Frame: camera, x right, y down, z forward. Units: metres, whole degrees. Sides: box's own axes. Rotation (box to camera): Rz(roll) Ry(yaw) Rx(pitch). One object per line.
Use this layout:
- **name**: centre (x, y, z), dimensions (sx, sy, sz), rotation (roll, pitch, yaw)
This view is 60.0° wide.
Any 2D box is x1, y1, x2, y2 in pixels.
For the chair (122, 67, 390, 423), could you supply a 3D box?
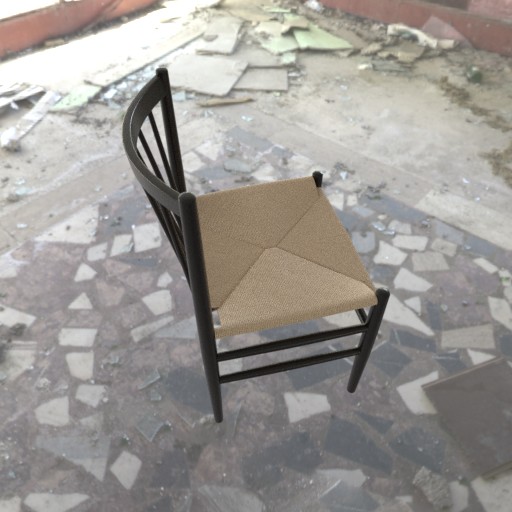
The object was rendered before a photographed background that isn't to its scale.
- **chair**: centre (0.000, 0.000, 1.153), dimensions (0.516, 0.818, 0.495), rotation (-10, 47, -9)
